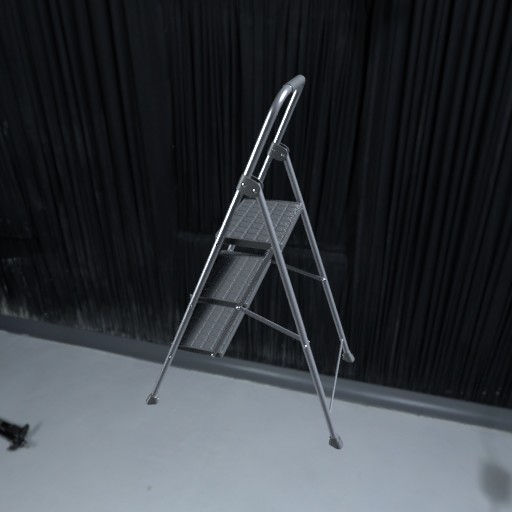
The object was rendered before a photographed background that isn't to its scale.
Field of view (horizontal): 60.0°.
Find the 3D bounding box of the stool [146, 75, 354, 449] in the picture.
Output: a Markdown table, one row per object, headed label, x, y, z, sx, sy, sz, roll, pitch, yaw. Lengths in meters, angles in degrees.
| label | x | y | z | sx | sy | sz | roll | pitch | yaw |
| --- | --- | --- | --- | --- | --- | --- | --- | --- | --- |
| stool | 0.000 | 0.000 | 1.486 | 0.733 | 1.121 | 0.473 | 8 | 30 | 14 |
